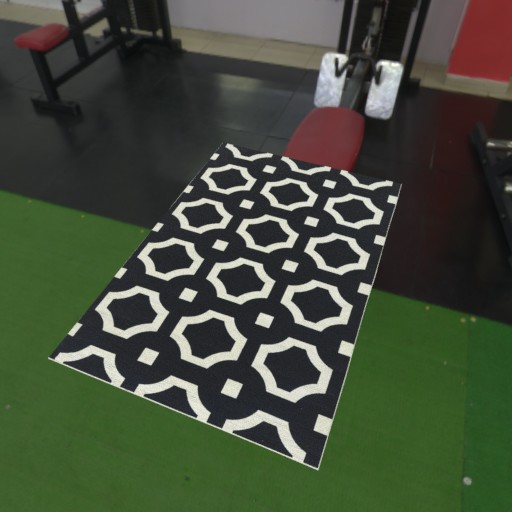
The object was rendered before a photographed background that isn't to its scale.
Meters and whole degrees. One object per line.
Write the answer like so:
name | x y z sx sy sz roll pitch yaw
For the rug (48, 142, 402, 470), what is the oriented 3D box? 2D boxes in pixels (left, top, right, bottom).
rug | 0.000 0.000 2.969 1.555 0.016 2.286 17 49 15
